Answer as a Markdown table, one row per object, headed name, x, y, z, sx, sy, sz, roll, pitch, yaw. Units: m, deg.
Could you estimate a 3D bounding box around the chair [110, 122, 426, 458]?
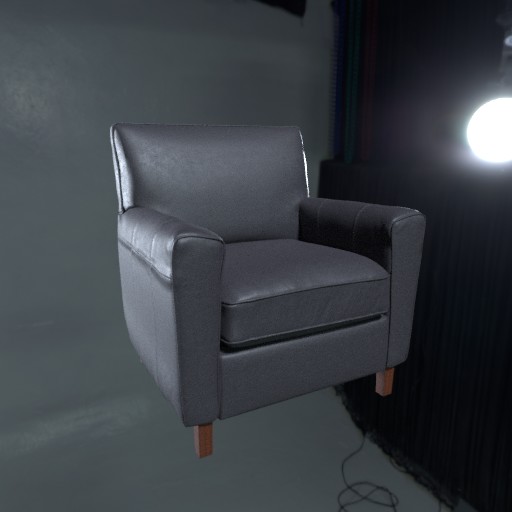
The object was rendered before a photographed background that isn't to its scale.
| name | x | y | z | sx | sy | sz | roll | pitch | yaw |
| --- | --- | --- | --- | --- | --- | --- | --- | --- | --- |
| chair | 0.000 | 0.000 | 1.608 | 0.870 | 0.943 | 0.825 | -7 | 16 | -27 |
